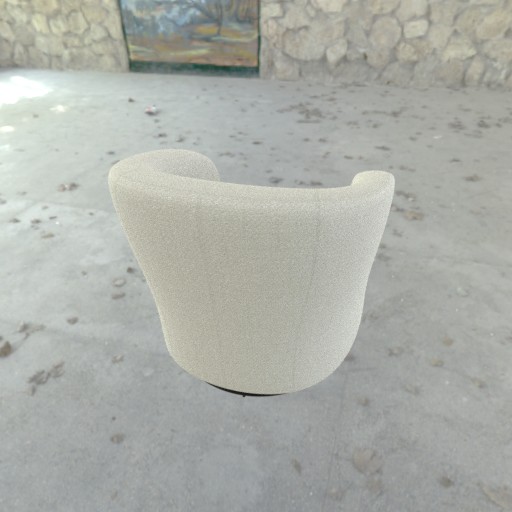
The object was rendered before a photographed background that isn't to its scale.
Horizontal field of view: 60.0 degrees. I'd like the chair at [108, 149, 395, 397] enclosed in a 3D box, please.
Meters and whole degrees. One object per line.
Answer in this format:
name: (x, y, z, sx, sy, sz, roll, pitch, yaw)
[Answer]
chair: (0.000, 0.000, 1.456, 0.791, 0.771, 0.815, 10, 33, 15)
